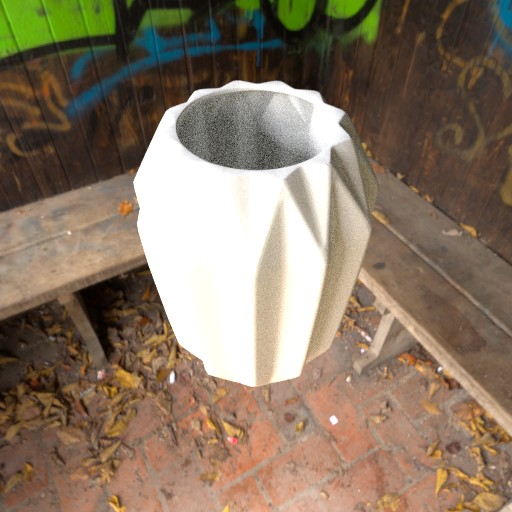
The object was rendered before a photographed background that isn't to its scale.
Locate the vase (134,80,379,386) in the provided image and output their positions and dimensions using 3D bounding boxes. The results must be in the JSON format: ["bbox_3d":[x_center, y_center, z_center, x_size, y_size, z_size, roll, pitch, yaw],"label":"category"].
[{"bbox_3d":[0.000,0.000,0.411,0.195,0.275,0.195,0,47,0],"label":"vase"}]
